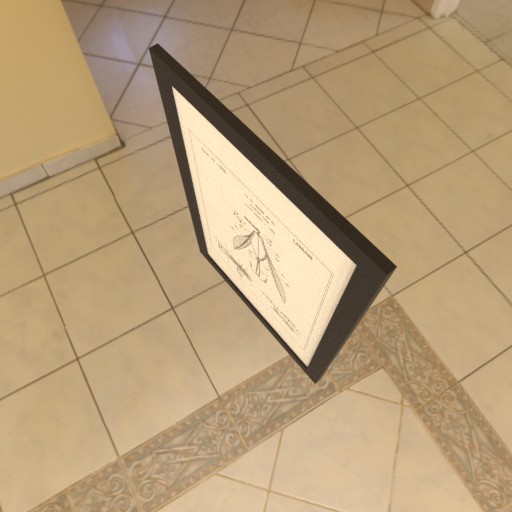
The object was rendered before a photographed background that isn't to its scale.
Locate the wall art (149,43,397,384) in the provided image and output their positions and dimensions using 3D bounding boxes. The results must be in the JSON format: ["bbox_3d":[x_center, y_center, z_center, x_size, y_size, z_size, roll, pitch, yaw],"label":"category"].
[{"bbox_3d":[0.000,0.000,0.699,0.013,0.534,0.380,-37,69,-16],"label":"wall art"}]
